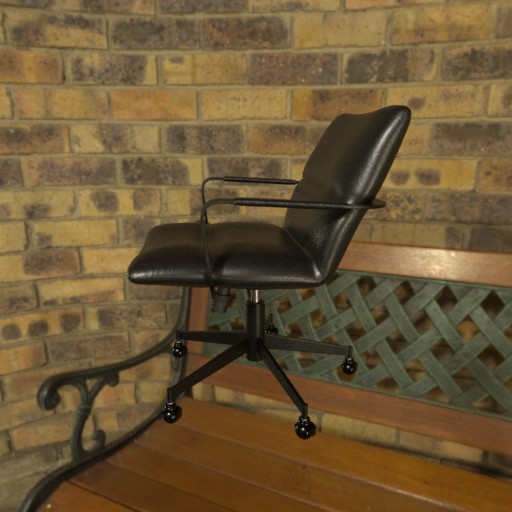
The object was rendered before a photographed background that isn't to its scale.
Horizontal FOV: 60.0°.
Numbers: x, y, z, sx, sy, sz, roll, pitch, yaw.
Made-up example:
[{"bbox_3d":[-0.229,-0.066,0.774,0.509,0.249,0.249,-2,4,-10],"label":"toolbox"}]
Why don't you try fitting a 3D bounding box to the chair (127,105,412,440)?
[{"bbox_3d":[0.000,0.000,1.463,0.748,0.922,0.719,-2,15,-6],"label":"chair"}]
